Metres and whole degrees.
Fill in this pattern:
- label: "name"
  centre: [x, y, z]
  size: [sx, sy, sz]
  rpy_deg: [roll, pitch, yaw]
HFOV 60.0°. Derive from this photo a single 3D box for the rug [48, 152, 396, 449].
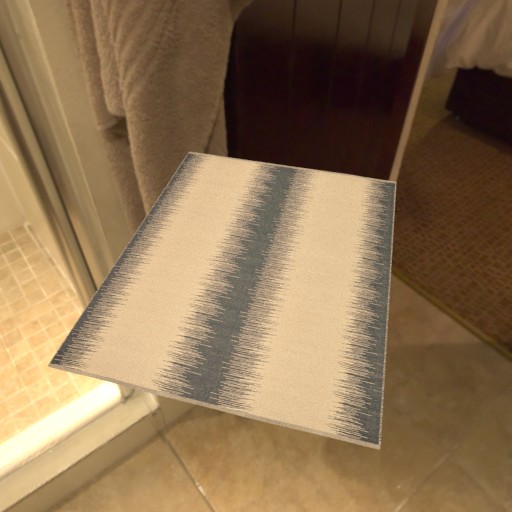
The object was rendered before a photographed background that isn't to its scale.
- label: "rug"
  centre: [0.000, 0.000, 4.127]
  size: [2.453, 0.004, 3.037]
  rpy_deg: [10, 46, 10]
